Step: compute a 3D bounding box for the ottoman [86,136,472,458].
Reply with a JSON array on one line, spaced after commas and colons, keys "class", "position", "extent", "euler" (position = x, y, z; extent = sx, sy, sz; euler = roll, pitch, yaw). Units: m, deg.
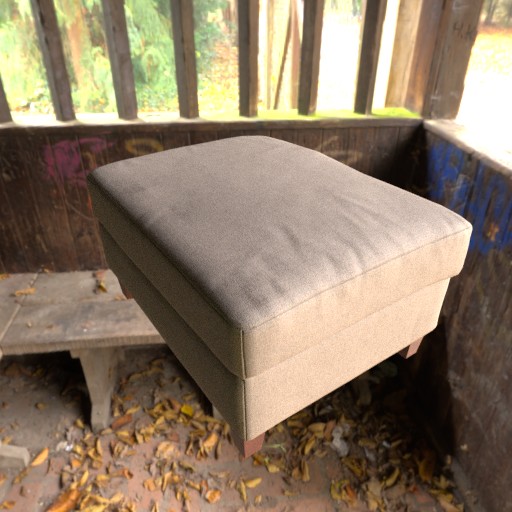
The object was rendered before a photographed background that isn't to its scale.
[{"class": "ottoman", "position": [0.000, 0.000, 1.307], "extent": [0.692, 0.511, 0.902], "euler": [-20, 37, -29]}]
